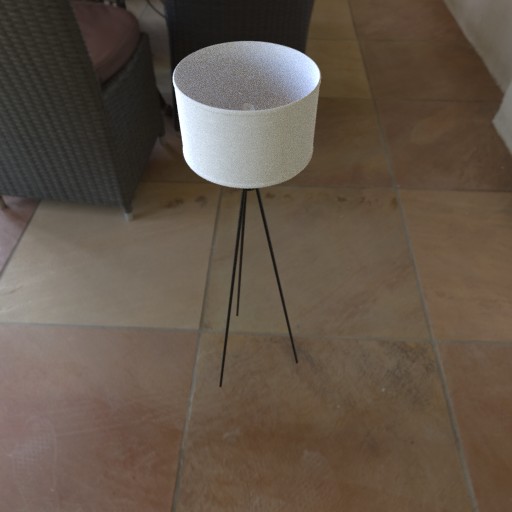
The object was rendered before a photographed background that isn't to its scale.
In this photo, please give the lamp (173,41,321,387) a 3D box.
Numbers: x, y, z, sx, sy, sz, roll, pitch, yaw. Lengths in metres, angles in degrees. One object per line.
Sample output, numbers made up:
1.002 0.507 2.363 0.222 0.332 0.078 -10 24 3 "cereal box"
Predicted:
0.000 0.000 1.808 0.458 1.545 0.448 4 49 4 "lamp"
